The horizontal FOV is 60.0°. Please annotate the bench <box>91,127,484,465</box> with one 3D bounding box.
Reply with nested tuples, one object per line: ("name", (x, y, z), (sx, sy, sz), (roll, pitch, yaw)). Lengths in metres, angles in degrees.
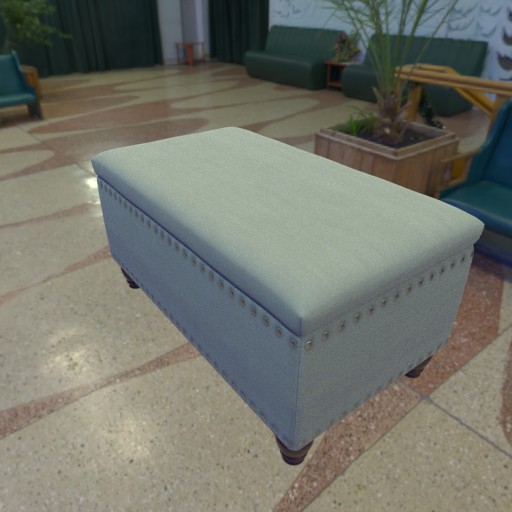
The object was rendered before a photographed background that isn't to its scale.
("bench", (0.000, 0.000, 1.166), (0.500, 0.449, 0.887), (-21, 37, -31))
